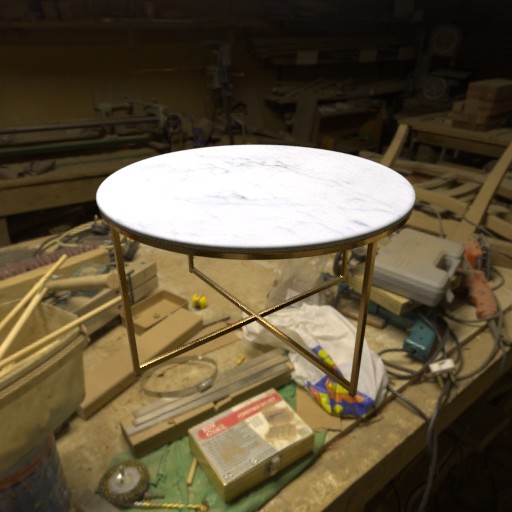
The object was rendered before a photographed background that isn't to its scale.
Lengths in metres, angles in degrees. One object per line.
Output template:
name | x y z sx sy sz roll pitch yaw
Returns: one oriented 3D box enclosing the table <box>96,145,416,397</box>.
table | 0.000 0.000 1.264 0.800 0.450 0.800 0 27 0
